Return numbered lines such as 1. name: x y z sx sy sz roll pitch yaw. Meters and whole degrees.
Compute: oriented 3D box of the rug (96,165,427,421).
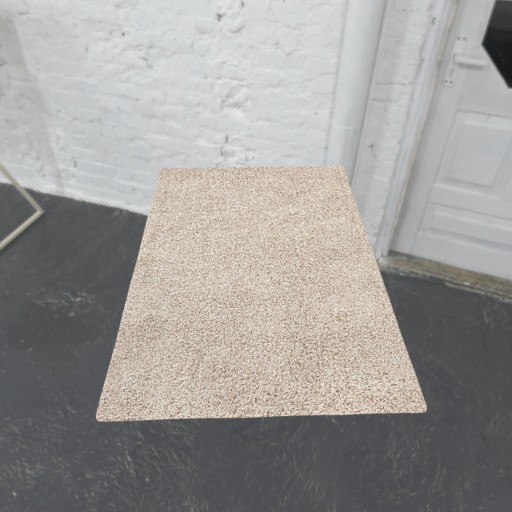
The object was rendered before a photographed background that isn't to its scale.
1. rug: 0.000 0.000 2.289 1.219 0.030 1.778 -1 41 -1
